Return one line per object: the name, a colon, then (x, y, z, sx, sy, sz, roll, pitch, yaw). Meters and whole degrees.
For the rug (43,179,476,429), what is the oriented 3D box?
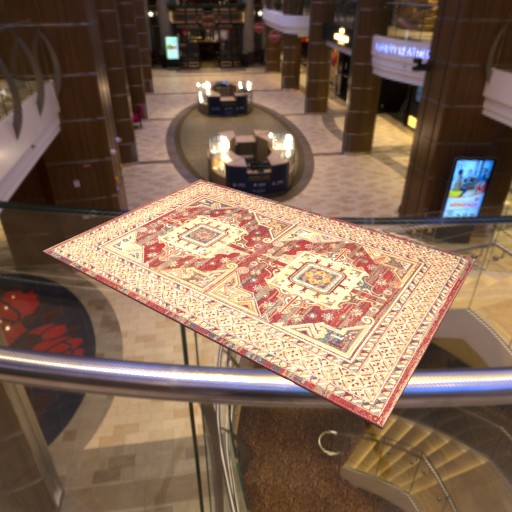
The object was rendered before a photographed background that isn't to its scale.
rug: (0.000, 0.000, 5.616, 4.578, 0.033, 3.033, 20, 37, 30)
